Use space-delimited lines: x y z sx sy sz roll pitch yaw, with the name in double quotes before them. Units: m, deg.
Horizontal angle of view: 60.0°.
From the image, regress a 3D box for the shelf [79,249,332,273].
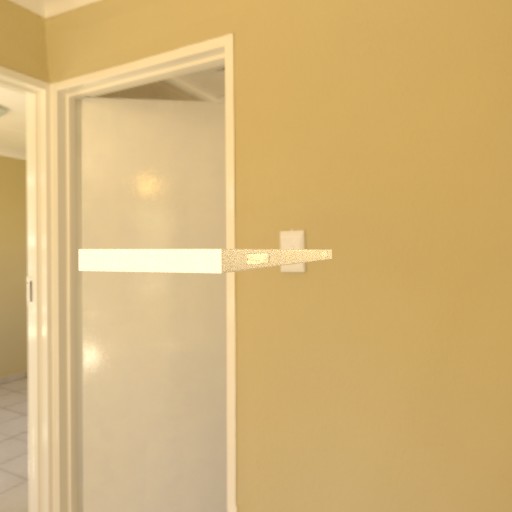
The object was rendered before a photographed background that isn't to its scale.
"shelf" 0.000 0.000 0.669 0.140 0.020 0.610 0 1 18
